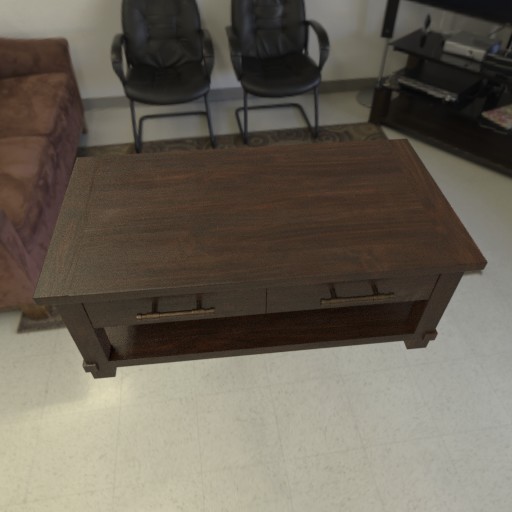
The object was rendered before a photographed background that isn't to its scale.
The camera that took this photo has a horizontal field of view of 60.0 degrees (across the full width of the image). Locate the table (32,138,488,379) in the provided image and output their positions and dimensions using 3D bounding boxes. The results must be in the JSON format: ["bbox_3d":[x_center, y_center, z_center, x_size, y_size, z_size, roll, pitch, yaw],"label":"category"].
[{"bbox_3d":[0.000,0.000,1.632,1.270,0.494,0.700,-4,46,-4],"label":"table"}]
